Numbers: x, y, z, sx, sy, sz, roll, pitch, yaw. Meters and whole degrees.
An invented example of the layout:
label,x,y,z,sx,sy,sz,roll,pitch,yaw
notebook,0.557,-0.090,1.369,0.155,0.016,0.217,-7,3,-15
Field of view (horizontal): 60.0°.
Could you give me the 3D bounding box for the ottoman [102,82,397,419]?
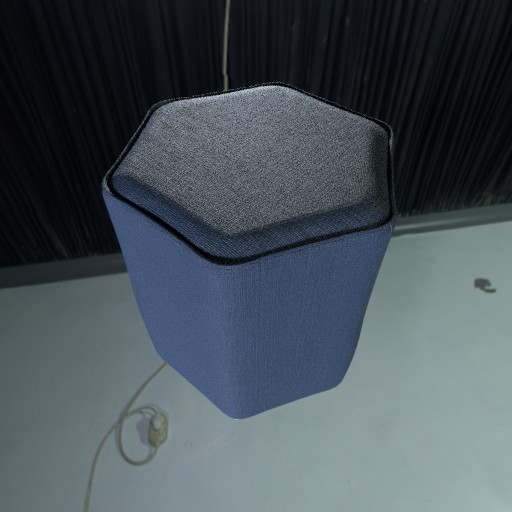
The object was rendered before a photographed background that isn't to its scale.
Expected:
label,x,y,z,sx,sy,sz,roll,pitch,yaw
ottoman,0.000,0.000,0.885,0.492,0.505,0.454,-12,49,-10
